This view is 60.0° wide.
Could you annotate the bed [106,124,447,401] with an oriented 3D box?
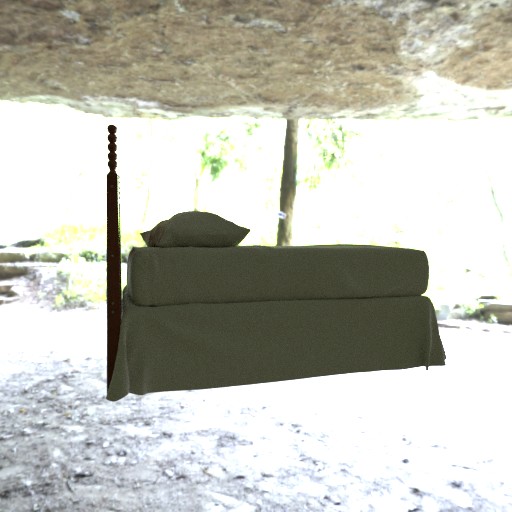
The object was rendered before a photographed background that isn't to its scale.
[{"bbox_3d":[0.000,0.000,3.266,2.040,1.356,1.873,0,1,-17],"label":"bed"}]
